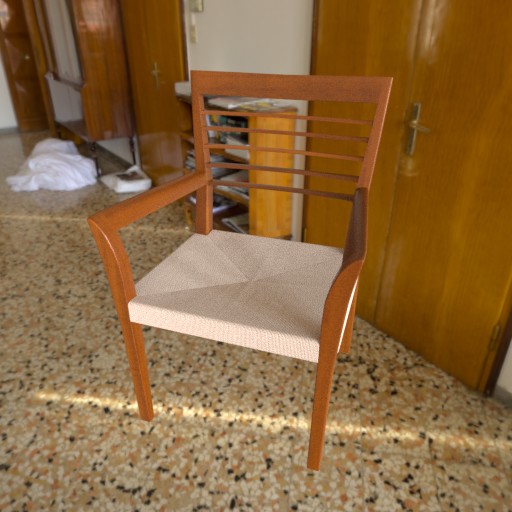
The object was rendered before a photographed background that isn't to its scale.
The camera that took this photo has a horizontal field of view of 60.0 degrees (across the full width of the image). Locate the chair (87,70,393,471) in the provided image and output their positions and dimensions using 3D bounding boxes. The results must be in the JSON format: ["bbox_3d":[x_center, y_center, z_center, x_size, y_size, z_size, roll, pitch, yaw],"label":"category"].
[{"bbox_3d":[0.000,0.000,1.174,0.587,0.855,0.540,9,29,16],"label":"chair"}]
